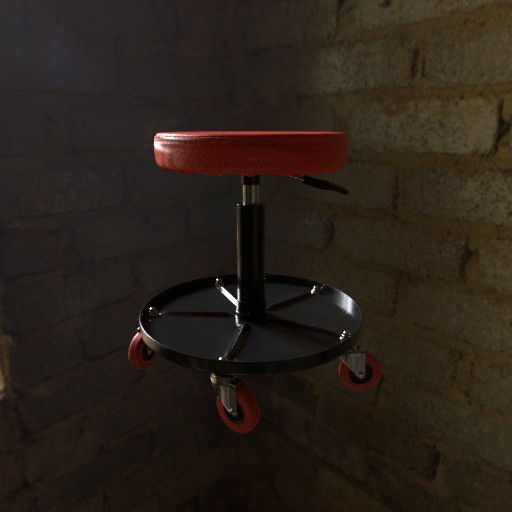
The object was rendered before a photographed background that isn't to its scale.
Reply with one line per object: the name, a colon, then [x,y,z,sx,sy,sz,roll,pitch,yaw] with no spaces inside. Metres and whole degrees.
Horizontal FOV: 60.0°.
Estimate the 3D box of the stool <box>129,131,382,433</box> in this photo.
stool: [0.000,0.000,0.678,0.382,0.365,0.381,2,16,7]
